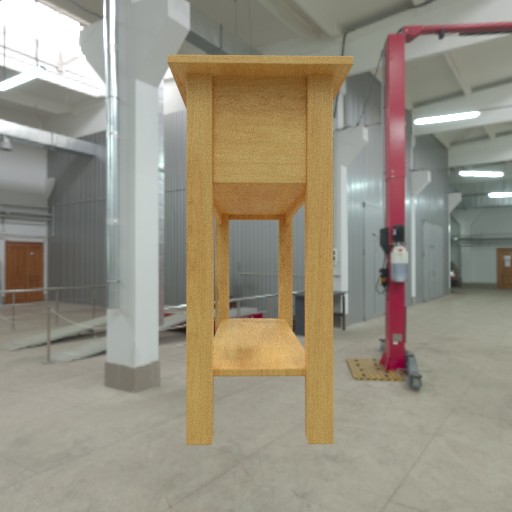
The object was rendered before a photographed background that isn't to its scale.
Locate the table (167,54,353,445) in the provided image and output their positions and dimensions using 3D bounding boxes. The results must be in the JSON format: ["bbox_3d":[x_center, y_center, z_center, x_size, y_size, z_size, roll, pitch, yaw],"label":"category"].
[{"bbox_3d":[0.000,0.000,1.255,0.340,0.728,0.900,0,-1,-1],"label":"table"}]
